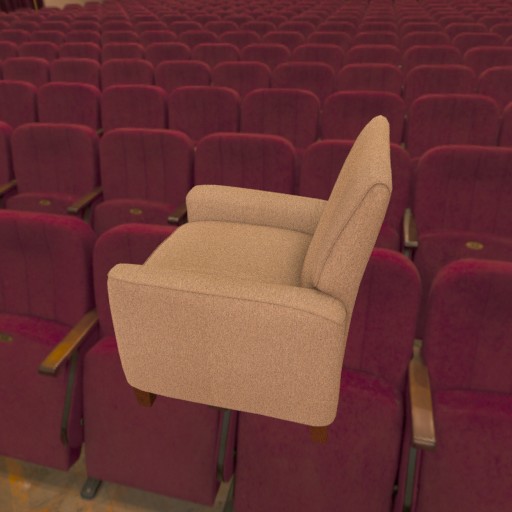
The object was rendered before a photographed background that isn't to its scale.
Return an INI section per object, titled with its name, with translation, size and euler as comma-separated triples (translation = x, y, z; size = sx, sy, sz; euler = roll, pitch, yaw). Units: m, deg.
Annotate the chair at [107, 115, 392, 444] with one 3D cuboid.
[chair]
translation = 0.000, 0.000, 1.686
size = 0.864, 1.014, 0.848
euler = 7, 31, 12
